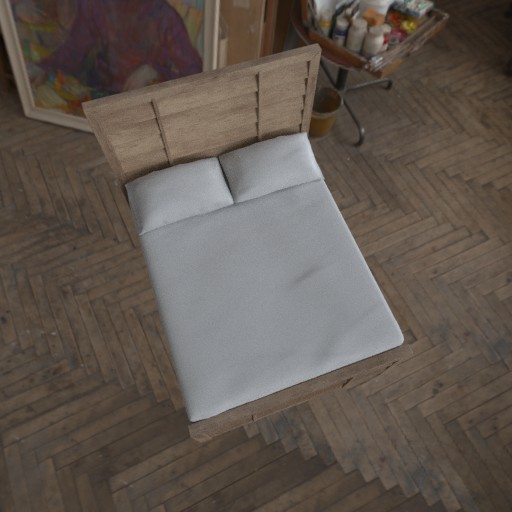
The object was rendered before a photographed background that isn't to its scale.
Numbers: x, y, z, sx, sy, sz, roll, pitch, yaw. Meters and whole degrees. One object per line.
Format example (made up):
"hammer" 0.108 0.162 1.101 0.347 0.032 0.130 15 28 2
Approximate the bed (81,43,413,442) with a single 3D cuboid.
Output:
"bed" 0.000 0.000 3.224 1.615 1.631 2.017 -18 66 -8
